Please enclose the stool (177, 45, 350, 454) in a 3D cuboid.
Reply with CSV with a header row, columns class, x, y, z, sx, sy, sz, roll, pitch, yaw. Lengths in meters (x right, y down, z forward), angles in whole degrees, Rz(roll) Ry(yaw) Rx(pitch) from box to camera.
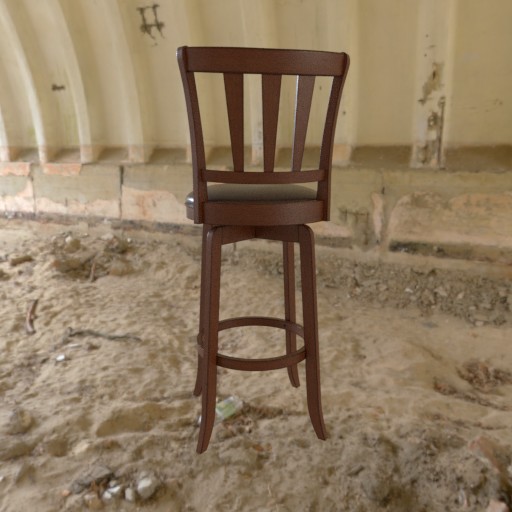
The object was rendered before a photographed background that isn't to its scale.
class,x,y,z,sx,sy,sz,roll,pitch,yaw
stool,0.000,0.000,1.443,0.464,1.177,0.503,-2,12,-9
